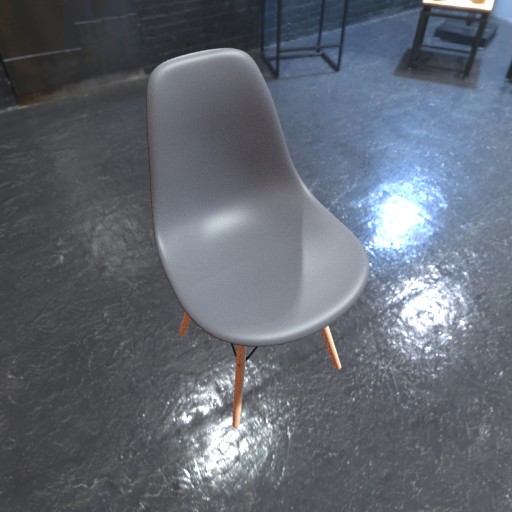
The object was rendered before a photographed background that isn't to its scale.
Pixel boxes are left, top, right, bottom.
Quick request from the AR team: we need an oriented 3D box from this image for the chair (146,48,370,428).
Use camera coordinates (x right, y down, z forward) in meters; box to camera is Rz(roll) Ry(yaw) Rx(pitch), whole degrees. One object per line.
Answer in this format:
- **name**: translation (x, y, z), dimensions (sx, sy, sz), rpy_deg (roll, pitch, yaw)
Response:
- **chair**: translation (0.000, 0.000, 1.118), dimensions (0.470, 0.826, 0.533), rpy_deg (-23, 49, -21)
